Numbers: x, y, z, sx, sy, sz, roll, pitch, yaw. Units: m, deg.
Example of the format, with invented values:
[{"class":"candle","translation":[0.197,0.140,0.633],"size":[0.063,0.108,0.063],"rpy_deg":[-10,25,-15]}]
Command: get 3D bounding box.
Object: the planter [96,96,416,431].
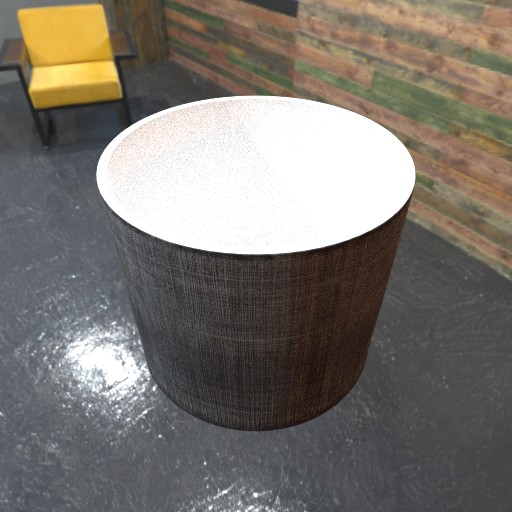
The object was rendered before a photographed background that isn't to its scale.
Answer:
[{"class":"planter","translation":[0.000,0.000,0.436],"size":[0.254,0.221,0.254],"rpy_deg":[0,41,0]}]
